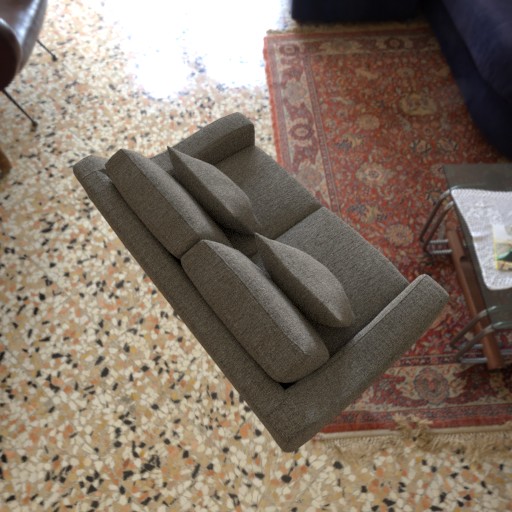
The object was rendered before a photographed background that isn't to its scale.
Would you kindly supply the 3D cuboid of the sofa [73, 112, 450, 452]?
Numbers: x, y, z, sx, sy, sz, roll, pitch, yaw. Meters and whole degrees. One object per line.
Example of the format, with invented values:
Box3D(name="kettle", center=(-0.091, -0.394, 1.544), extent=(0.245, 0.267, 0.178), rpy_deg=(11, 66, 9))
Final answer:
Box3D(name="sofa", center=(0.000, 0.000, 2.435), extent=(1.120, 0.991, 1.778), rpy_deg=(-34, 65, -19))
